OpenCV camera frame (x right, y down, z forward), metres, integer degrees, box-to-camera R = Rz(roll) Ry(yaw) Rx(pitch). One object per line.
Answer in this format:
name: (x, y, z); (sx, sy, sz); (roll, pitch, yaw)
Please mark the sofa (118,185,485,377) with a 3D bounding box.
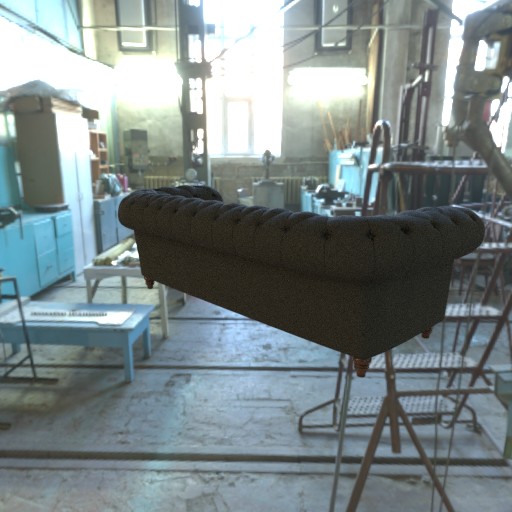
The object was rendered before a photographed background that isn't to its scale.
sofa: (0.000, 0.000, 2.774); (0.991, 0.762, 2.362); (-12, 18, -42)
